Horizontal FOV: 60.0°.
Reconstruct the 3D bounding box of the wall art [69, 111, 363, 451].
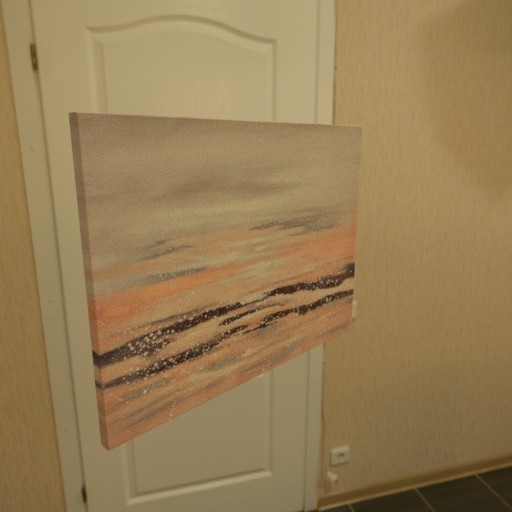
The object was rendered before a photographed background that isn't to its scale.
[{"bbox_3d":[0.000,0.000,1.306,1.015,0.763,0.038,-14,20,-43],"label":"wall art"}]
